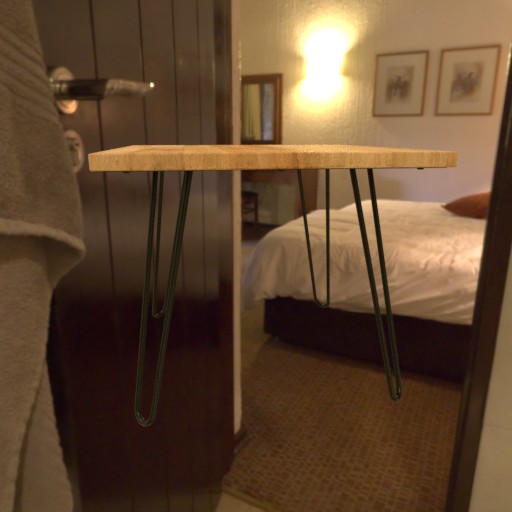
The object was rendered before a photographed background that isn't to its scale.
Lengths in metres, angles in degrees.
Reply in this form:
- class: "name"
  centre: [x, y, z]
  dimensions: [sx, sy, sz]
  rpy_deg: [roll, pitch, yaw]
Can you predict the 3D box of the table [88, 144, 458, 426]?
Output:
- class: "table"
  centre: [0.000, 0.000, 1.053]
  dimensions: [0.599, 0.500, 0.599]
  rpy_deg: [-2, 15, -9]
